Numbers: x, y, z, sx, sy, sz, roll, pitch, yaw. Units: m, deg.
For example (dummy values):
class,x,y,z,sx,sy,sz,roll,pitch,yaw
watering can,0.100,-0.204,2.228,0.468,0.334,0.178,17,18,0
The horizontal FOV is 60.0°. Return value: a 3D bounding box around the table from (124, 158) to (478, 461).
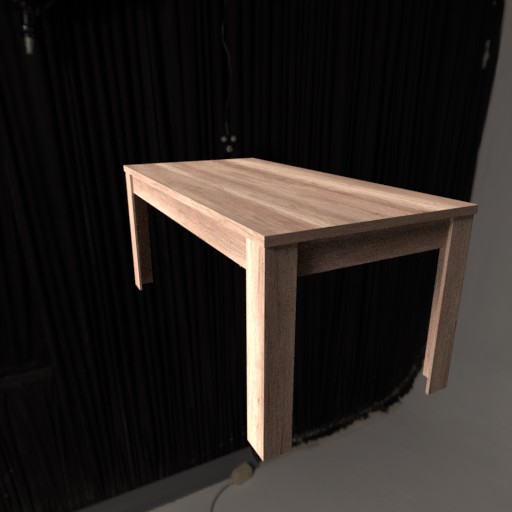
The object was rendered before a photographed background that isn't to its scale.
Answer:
class,x,y,z,sx,sy,sz,roll,pitch,yaw
table,0.000,0.000,2.310,0.900,0.790,1.800,-10,21,-26
